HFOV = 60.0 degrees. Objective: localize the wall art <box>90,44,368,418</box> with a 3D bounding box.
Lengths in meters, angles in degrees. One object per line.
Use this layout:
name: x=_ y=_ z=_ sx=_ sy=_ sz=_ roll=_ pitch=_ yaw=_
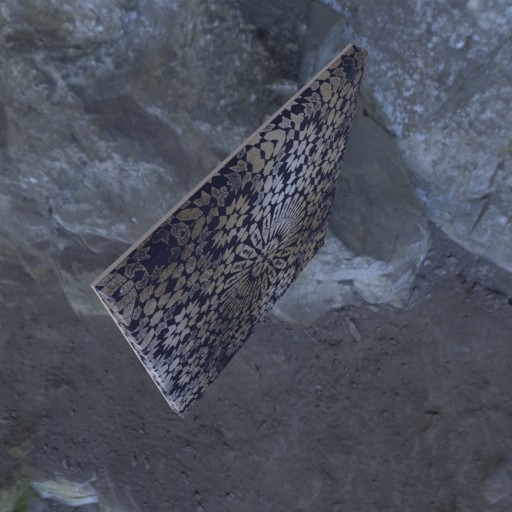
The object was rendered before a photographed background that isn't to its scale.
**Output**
wall art: x=0.000 y=0.000 z=0.911 sx=0.038 sy=0.612 sz=0.612 roll=32 pitch=63 yaw=19
